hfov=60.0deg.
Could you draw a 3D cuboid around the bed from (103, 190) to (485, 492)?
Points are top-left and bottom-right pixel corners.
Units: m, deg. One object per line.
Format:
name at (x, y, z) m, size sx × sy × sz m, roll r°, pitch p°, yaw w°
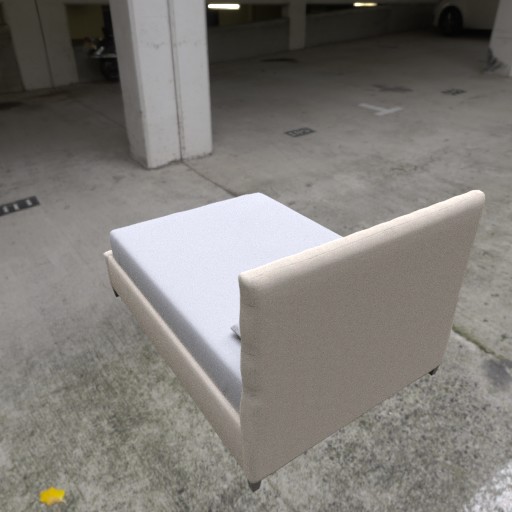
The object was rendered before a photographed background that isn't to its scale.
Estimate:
bed at (0.000, 0.000, 3.364) m, size 1.698 × 1.427 × 2.387 m, roll -19°, pitch 35°, yaw -29°
